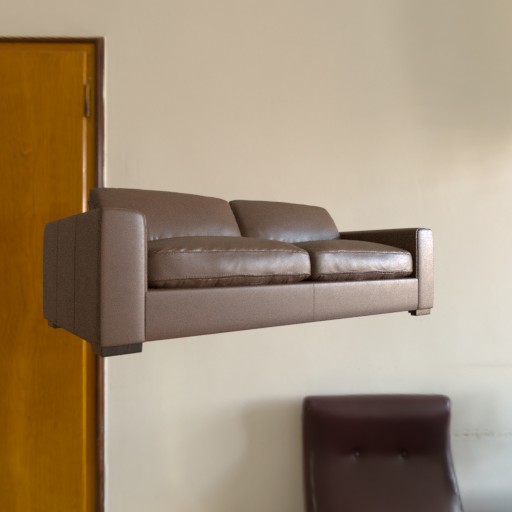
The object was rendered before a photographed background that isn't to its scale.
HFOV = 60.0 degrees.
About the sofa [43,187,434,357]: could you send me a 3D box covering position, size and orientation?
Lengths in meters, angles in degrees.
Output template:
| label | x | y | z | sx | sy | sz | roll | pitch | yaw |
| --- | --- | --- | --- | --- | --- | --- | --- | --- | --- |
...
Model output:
| label | x | y | z | sx | sy | sz | roll | pitch | yaw |
| --- | --- | --- | --- | --- | --- | --- | --- | --- | --- |
| sofa | 0.000 | 0.000 | 2.774 | 2.262 | 0.801 | 1.070 | 0 | 0 | -36 |
